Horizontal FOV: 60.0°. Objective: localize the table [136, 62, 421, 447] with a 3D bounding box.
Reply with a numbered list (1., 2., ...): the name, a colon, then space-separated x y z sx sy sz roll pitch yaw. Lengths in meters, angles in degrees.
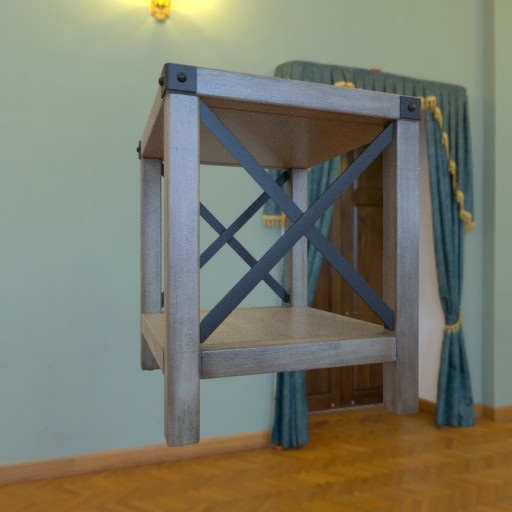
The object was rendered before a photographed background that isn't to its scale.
1. table: 0.000 0.000 0.940 0.459 0.561 0.510 0 0 -19
